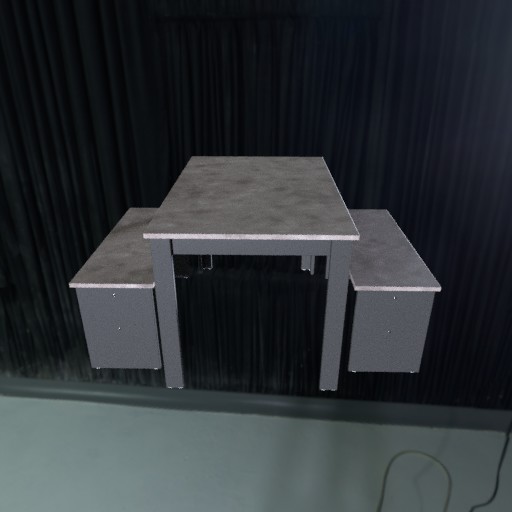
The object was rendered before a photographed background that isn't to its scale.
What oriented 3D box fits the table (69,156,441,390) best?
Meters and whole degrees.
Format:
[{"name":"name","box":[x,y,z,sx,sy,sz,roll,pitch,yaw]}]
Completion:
[{"name":"table","box":[0.000,0.000,2.141,1.443,0.700,1.100,1,26,1]}]
